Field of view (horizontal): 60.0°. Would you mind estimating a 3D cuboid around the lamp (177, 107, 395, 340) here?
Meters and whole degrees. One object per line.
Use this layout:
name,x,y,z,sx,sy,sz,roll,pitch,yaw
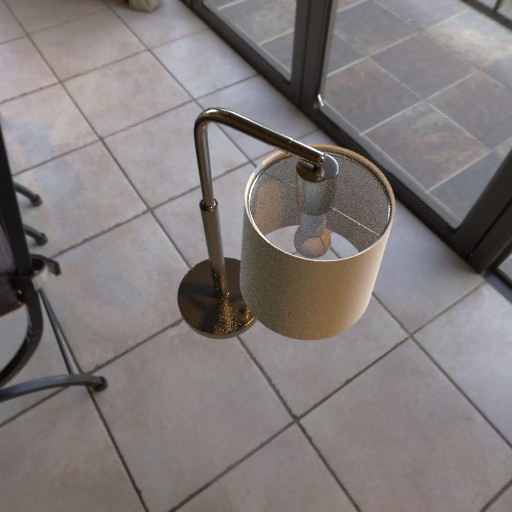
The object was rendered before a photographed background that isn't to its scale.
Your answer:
lamp,0.000,0.000,0.624,0.333,0.489,0.171,33,64,18
